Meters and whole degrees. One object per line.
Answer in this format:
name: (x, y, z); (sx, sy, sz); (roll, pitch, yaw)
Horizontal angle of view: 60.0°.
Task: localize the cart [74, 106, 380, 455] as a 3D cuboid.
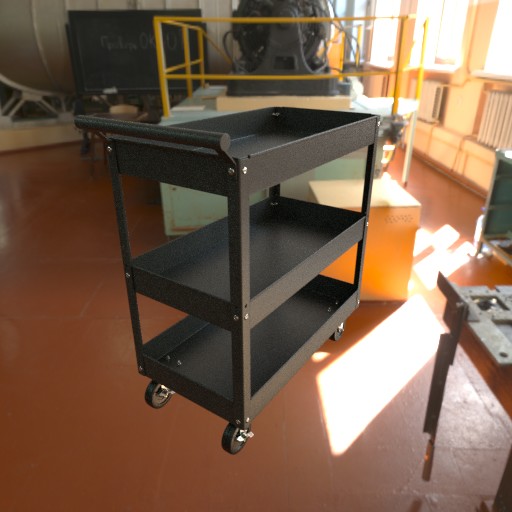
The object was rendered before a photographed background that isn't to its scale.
cart: (0.000, 0.000, 1.198); (0.366, 0.780, 0.719); (16, 30, 31)
